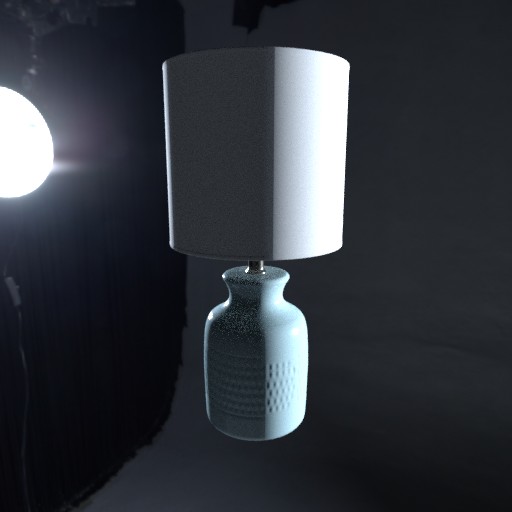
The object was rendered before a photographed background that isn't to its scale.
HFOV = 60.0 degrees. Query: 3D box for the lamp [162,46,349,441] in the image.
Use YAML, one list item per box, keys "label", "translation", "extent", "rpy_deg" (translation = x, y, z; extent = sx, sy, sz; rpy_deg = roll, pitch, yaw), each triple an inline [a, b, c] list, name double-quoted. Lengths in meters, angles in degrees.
- label: "lamp"
  translation: [0.000, 0.000, 1.102]
  extent: [0.418, 0.871, 0.418]
  rpy_deg: [6, 14, 26]
